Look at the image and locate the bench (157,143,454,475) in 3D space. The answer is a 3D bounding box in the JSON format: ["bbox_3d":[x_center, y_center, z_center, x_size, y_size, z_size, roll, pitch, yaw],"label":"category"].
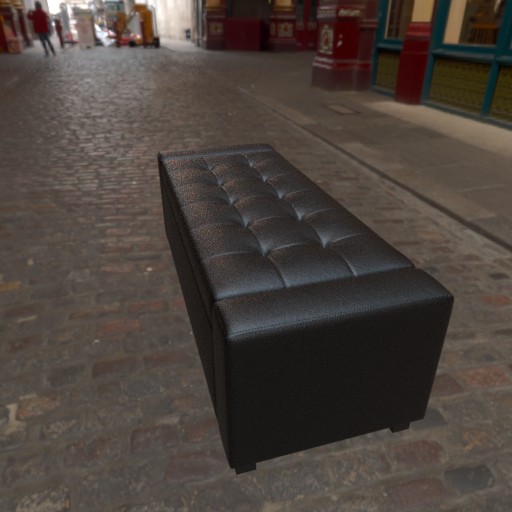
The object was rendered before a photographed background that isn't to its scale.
[{"bbox_3d":[0.000,0.000,1.507,0.508,0.445,1.296,-8,30,-14],"label":"bench"}]
